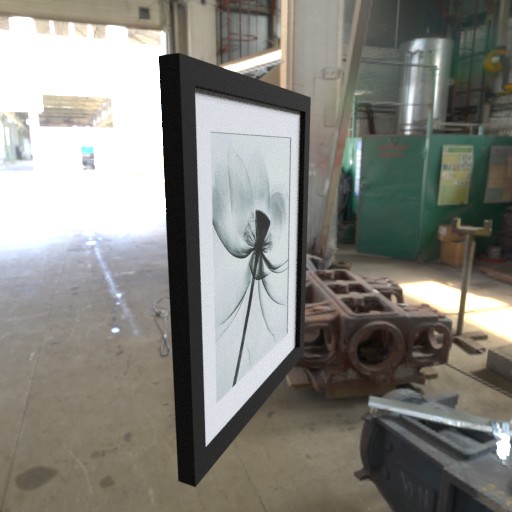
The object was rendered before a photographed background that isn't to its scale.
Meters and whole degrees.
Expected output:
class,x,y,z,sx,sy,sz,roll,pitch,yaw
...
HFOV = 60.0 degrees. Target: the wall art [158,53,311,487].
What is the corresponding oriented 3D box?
class,x,y,z,sx,sy,sz,roll,pitch,yaw
wall art,0.000,0.000,0.758,0.029,0.559,0.457,6,15,24
